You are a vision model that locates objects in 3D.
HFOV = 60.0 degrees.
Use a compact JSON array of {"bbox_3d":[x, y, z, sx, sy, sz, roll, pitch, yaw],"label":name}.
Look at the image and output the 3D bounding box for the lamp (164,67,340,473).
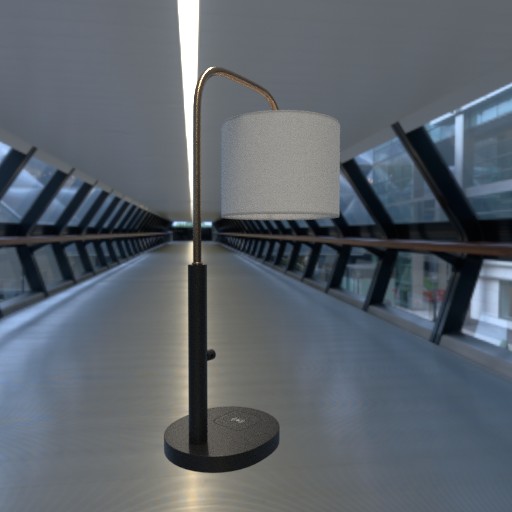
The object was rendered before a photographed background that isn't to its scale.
[{"bbox_3d":[0.000,0.000,0.703,0.199,0.540,0.337,1,2,36],"label":"lamp"}]
